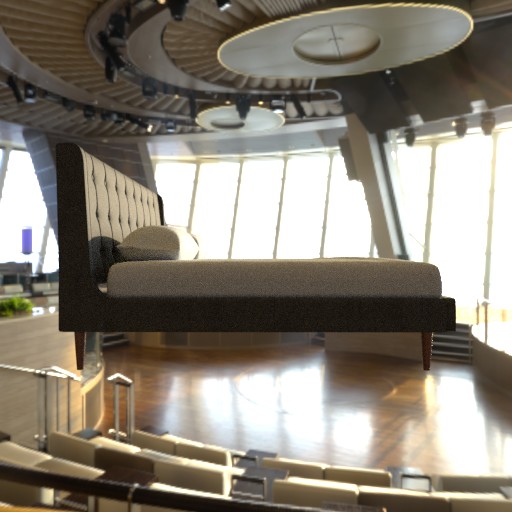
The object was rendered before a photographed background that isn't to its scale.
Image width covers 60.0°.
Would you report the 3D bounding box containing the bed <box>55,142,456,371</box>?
[{"bbox_3d":[0.000,0.000,2.556,1.638,0.933,1.531,0,0,0],"label":"bed"}]
